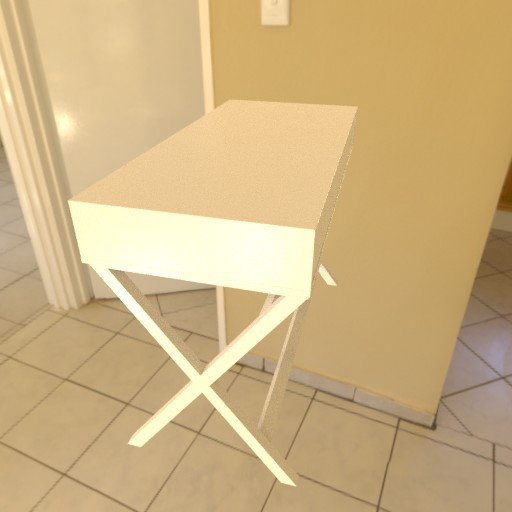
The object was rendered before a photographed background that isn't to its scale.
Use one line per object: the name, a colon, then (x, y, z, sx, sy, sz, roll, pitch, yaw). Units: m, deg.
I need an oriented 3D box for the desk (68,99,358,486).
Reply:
desk: (0.000, 0.000, 1.478, 0.509, 0.780, 1.059, 8, 31, 13)
